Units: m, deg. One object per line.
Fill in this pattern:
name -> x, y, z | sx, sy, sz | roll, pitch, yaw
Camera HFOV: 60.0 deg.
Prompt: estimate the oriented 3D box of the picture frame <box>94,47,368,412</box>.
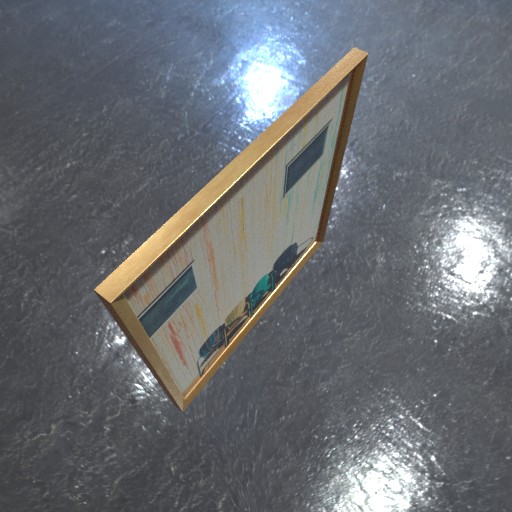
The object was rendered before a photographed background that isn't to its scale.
picture frame -> 0.000, 0.000, 1.146 | 0.037, 0.761, 0.758 | 34, 65, 18
